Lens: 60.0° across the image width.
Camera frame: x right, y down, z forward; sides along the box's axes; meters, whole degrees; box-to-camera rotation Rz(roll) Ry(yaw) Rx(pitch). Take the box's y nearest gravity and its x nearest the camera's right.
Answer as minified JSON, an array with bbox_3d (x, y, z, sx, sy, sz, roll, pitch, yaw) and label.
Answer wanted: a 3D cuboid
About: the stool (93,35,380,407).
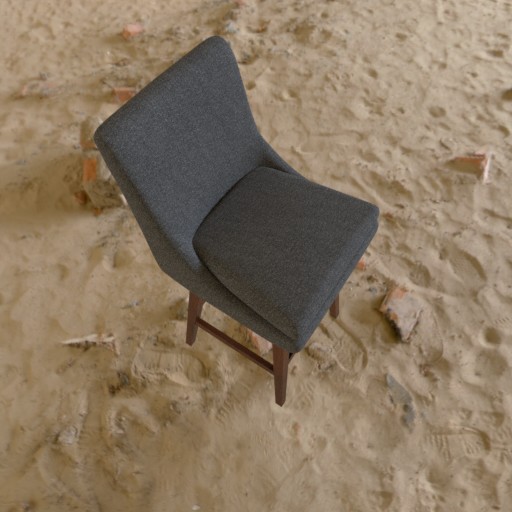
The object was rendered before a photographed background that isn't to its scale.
[{"bbox_3d":[0.000,0.000,1.381,0.572,1.068,0.489,29,62,17],"label":"stool"}]
